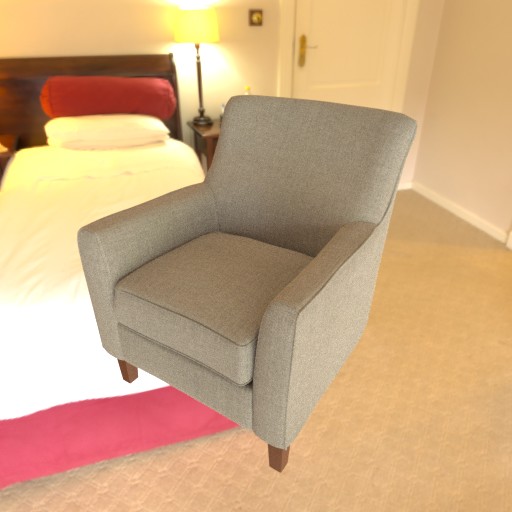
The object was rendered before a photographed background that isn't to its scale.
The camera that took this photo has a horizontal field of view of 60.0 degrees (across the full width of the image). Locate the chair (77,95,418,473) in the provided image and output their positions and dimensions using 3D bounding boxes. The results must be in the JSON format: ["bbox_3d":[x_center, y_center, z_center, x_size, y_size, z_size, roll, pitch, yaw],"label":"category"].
[{"bbox_3d":[0.000,0.000,1.757,0.887,1.047,0.993,18,34,29],"label":"chair"}]
